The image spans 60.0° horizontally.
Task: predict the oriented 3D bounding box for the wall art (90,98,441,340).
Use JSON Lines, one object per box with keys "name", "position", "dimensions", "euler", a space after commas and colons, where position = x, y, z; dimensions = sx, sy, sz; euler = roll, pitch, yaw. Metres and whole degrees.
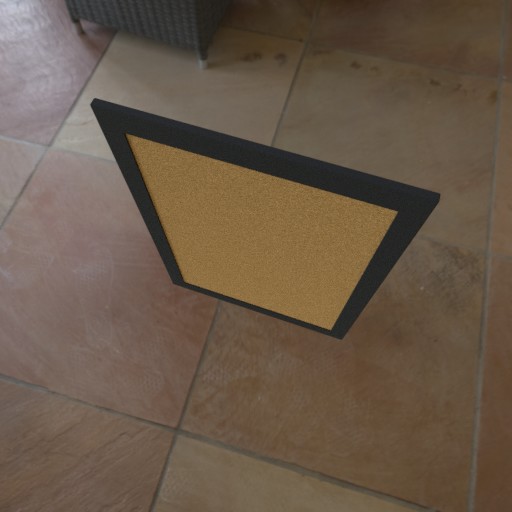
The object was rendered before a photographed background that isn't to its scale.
{"name": "wall art", "position": [0.000, 0.000, 0.691], "dimensions": [0.374, 0.529, 0.012], "euler": [17, 66, 8]}
